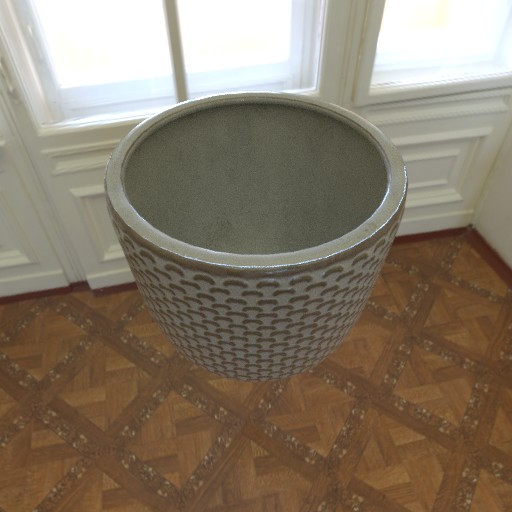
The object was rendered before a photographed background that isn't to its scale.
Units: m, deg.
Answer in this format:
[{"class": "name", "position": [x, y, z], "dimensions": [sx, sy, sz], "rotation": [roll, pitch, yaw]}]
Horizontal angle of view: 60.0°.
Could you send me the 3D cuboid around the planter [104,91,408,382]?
[{"class": "planter", "position": [0.000, 0.000, 0.250], "dimensions": [0.139, 0.130, 0.139], "rotation": [0, 46, 0]}]
